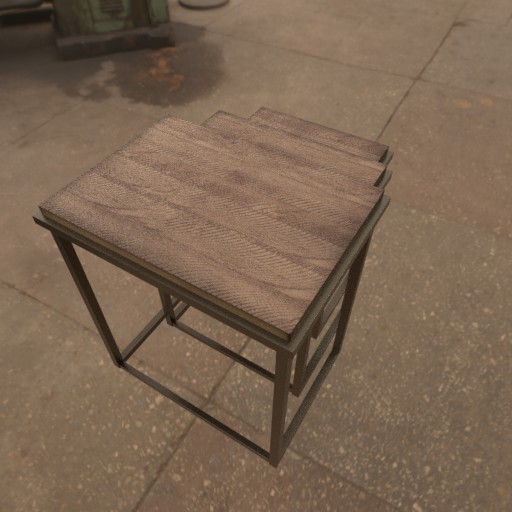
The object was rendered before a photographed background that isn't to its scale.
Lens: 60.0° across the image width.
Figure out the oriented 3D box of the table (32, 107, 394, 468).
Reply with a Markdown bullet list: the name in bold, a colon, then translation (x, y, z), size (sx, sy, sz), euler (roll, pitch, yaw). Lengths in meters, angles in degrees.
- **table**: translation (0.000, 0.000, 1.148), size (0.559, 0.610, 0.706), euler (24, 52, 21)
